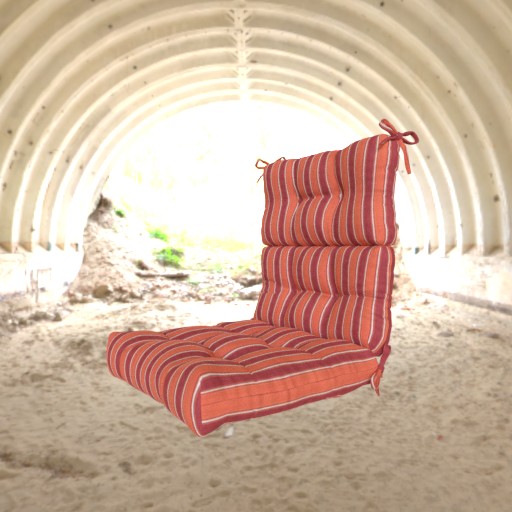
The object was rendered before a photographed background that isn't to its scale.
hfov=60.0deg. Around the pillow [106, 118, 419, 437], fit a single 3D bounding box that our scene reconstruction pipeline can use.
[{"bbox_3d":[0.000,0.000,1.032,0.571,0.605,0.519,-1,1,-35],"label":"pillow"}]
